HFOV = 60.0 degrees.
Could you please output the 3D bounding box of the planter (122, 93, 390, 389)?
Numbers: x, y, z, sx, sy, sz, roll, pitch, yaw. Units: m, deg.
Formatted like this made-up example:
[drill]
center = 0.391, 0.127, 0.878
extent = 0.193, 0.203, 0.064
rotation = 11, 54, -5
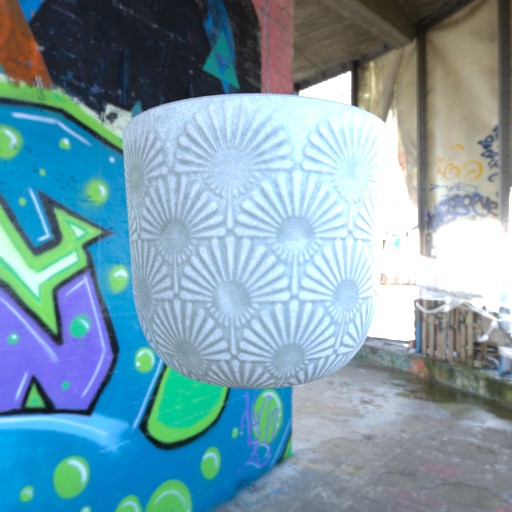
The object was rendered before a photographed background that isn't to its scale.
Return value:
[planter]
center = 0.000, 0.000, 0.292
extent = 0.170, 0.152, 0.170
rotation = 0, -1, 0
